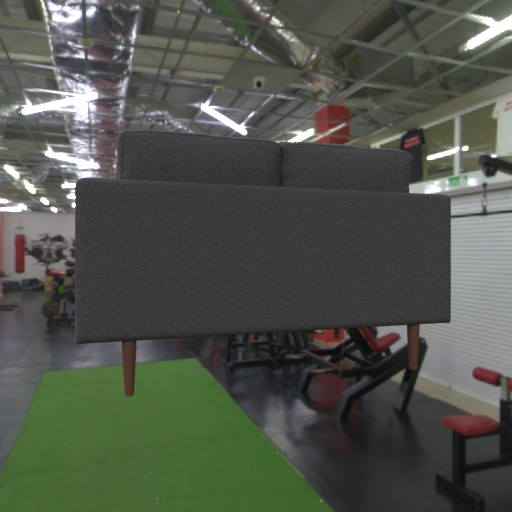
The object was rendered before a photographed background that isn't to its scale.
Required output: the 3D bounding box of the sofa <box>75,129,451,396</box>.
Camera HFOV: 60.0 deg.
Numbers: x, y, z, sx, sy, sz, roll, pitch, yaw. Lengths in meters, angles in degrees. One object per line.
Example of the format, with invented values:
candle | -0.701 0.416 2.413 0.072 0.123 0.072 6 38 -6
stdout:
sofa | 0.000 0.000 1.957 1.430 0.908 0.796 0 0 -17
